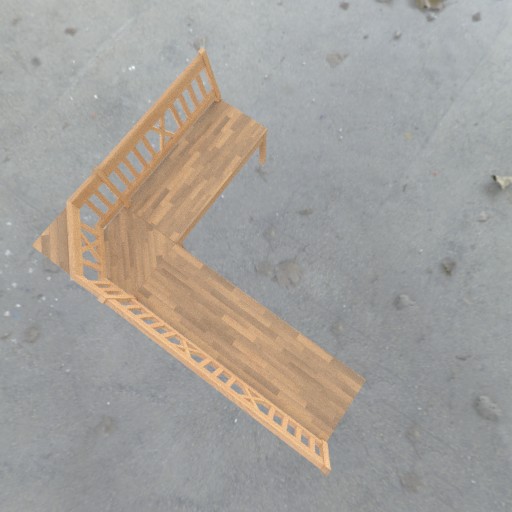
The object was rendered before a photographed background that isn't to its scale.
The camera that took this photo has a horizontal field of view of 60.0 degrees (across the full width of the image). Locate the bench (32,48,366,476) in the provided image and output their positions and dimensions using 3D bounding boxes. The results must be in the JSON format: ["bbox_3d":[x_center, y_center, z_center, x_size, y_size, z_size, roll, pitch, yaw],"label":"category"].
[{"bbox_3d":[0.000,0.000,2.819,1.937,0.902,1.537,35,78,9],"label":"bench"}]
